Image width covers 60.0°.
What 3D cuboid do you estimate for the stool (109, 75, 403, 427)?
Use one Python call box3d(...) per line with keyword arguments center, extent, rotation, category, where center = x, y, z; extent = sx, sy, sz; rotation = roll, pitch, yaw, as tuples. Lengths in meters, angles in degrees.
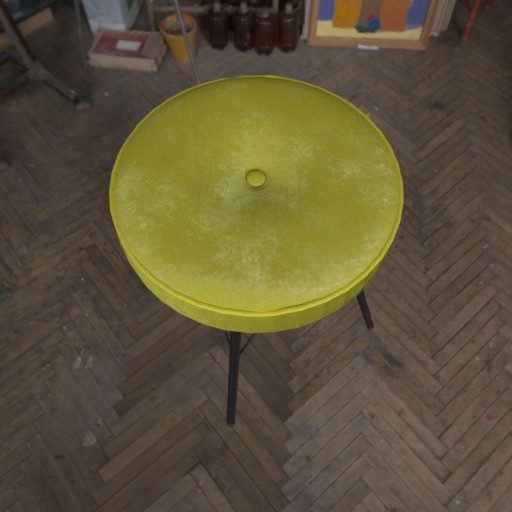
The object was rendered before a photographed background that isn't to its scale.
box3d(center=(0.000, 0.000, 0.829), extent=(0.409, 0.508, 0.409), rotation=(-31, 67, -15), category="stool")
